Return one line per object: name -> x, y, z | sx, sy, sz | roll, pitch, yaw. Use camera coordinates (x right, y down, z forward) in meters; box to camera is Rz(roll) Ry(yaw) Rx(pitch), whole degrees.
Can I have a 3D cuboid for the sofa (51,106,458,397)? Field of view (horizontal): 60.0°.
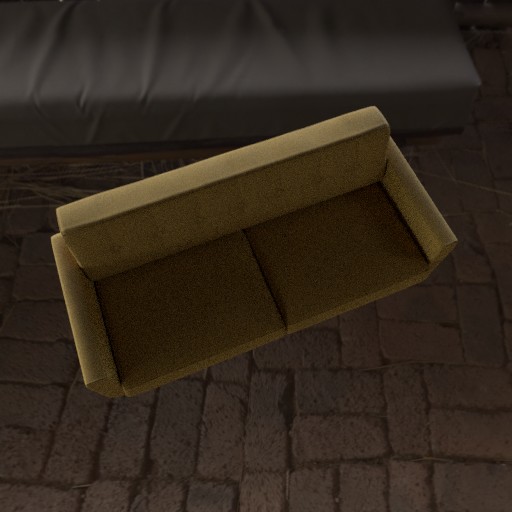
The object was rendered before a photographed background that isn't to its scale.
sofa -> 0.000, 0.000, 2.504 | 2.029, 0.841, 0.909 | -20, 67, -9
